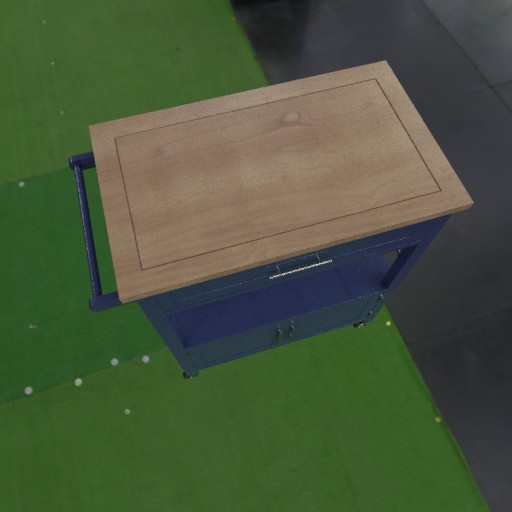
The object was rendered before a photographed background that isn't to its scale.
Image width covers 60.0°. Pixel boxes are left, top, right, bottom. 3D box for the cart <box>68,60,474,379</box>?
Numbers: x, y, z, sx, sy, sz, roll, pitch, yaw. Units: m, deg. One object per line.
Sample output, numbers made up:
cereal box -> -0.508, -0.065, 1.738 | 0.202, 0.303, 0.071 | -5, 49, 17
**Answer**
cart -> 0.000, 0.000, 1.396 | 0.840, 0.901, 0.459 | -15, 65, -7
